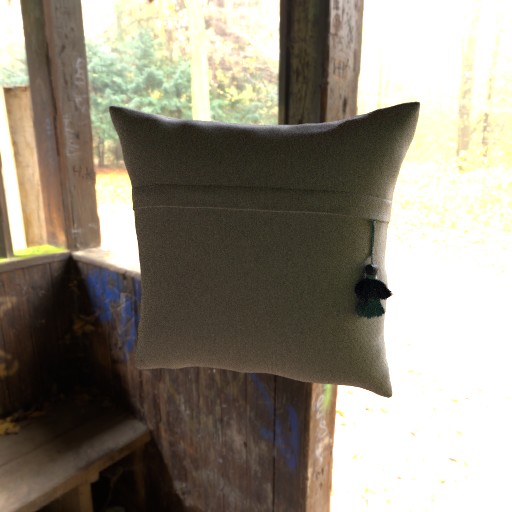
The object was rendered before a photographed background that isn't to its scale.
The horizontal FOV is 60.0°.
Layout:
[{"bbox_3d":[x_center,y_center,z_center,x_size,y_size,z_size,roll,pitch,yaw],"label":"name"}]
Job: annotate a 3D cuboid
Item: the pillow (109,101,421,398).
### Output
[{"bbox_3d":[0.000,0.000,0.671,0.433,0.436,0.173,3,15,11],"label":"pillow"}]
